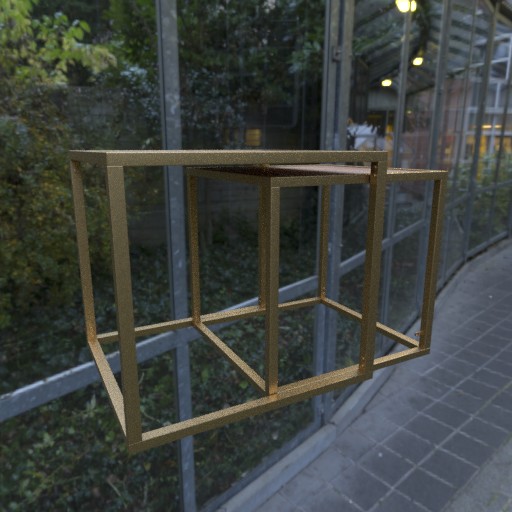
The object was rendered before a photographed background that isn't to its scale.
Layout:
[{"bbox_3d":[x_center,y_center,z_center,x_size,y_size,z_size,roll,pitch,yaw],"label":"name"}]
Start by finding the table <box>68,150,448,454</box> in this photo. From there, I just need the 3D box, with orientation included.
[{"bbox_3d":[0.000,0.000,1.088,0.762,0.505,0.505,-7,16,-28],"label":"table"}]
